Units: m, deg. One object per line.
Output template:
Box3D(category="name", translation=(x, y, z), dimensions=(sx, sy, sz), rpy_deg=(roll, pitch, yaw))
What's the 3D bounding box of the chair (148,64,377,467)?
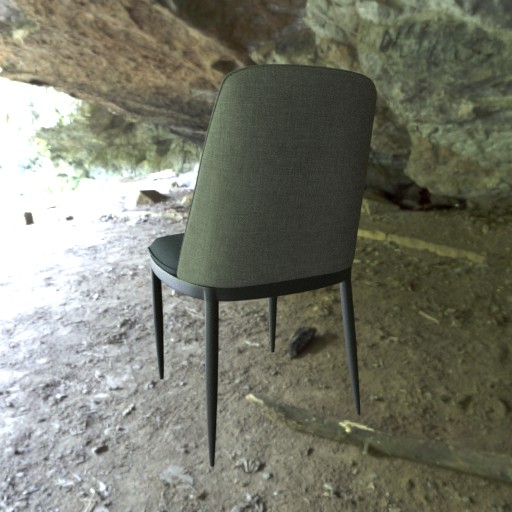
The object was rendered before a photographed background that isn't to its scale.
Box3D(category="chair", translation=(0.000, 0.000, 1.167), dimensions=(0.488, 0.855, 0.550), rpy_deg=(-7, 15, -27))
